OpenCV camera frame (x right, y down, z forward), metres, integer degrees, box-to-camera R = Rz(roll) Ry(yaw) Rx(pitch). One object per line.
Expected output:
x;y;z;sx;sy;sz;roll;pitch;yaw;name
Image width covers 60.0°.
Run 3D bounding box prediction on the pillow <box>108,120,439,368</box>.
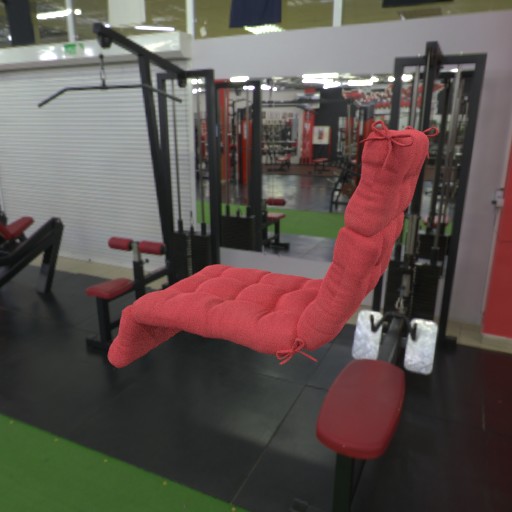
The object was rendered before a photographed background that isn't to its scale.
0.000;0.000;1.493;1.016;0.863;0.526;8;18;26;pillow
